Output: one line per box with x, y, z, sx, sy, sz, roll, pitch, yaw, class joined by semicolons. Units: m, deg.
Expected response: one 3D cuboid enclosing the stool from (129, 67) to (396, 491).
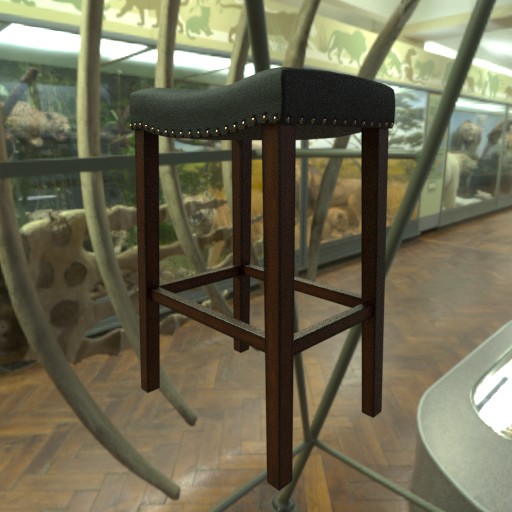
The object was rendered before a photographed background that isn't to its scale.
0.000;0.000;1.037;0.366;0.760;0.502;-14;20;-42;stool
